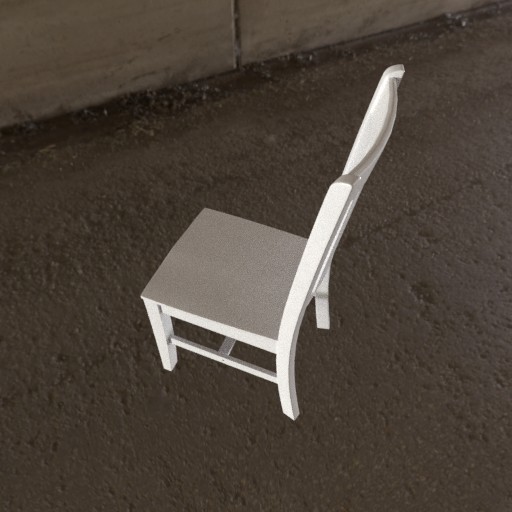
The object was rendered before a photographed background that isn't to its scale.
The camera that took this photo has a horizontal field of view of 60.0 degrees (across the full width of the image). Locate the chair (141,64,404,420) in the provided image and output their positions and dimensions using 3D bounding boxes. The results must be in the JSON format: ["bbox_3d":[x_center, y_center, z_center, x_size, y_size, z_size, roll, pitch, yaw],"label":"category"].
[{"bbox_3d":[0.000,0.000,1.259,0.555,0.998,0.450,17,50,15],"label":"chair"}]
